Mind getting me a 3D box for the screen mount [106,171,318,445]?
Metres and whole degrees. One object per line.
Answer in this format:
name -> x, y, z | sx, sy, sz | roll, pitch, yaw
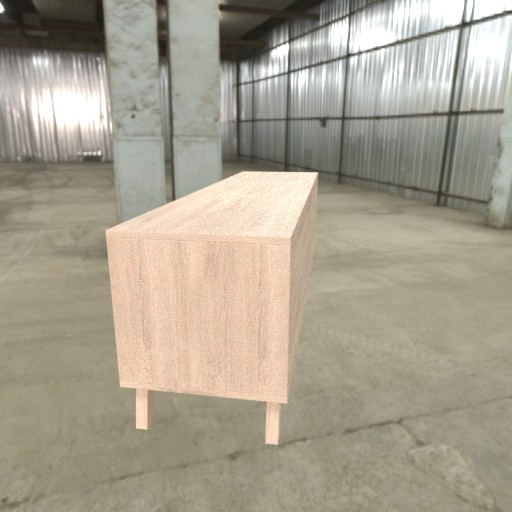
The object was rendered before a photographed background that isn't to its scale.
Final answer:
screen mount -> 0.000, 0.000, 1.701 | 0.400, 0.510, 1.500 | 3, 16, 9
